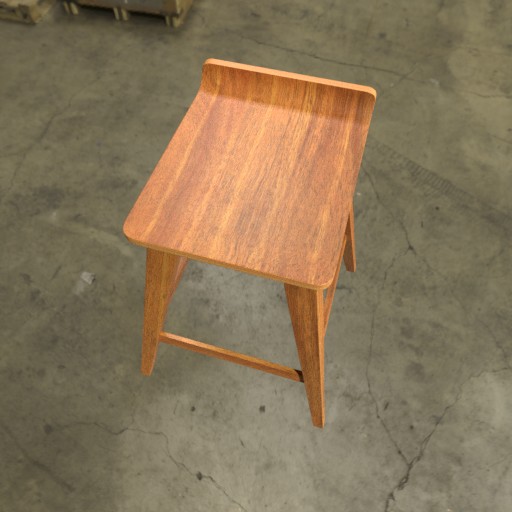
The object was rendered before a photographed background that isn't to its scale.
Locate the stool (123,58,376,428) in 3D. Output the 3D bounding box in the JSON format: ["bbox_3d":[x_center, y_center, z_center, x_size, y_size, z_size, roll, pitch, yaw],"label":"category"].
[{"bbox_3d":[0.000,0.000,1.014,0.500,0.650,0.500,14,58,9],"label":"stool"}]
